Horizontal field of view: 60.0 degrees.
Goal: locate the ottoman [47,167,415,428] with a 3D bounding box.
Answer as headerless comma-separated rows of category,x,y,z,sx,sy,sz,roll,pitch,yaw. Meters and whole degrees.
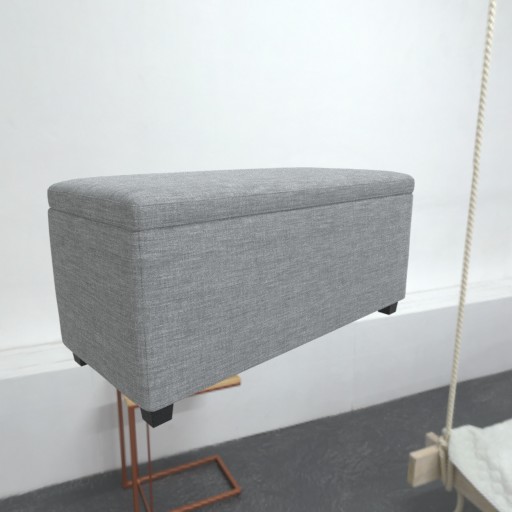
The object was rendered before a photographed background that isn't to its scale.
ottoman,0.000,0.000,1.149,0.902,0.432,0.419,-13,19,-42
